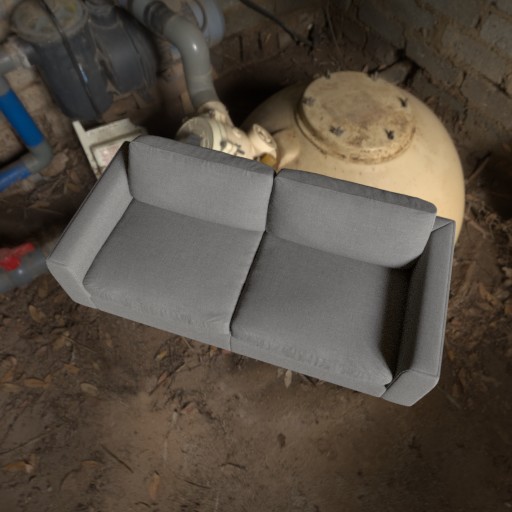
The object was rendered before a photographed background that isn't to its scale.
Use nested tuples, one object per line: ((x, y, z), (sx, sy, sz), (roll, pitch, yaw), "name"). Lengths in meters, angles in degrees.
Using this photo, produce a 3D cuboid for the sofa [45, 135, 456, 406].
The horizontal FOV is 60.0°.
((0.000, 0.000, 2.738), (2.262, 0.801, 1.070), (15, 60, 9), "sofa")
